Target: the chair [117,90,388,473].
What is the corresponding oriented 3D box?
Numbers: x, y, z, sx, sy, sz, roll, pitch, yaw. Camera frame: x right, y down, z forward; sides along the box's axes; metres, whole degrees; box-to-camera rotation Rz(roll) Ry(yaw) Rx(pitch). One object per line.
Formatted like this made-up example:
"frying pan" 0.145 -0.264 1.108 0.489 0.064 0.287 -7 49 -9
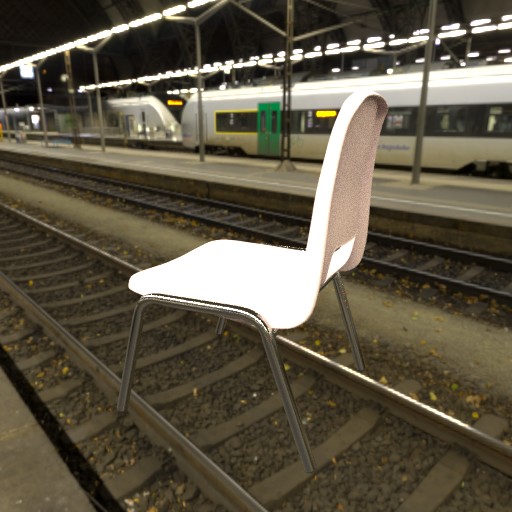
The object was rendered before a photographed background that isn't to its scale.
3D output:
"chair" 0.000 0.000 0.783 0.385 0.537 0.354 8 18 25
